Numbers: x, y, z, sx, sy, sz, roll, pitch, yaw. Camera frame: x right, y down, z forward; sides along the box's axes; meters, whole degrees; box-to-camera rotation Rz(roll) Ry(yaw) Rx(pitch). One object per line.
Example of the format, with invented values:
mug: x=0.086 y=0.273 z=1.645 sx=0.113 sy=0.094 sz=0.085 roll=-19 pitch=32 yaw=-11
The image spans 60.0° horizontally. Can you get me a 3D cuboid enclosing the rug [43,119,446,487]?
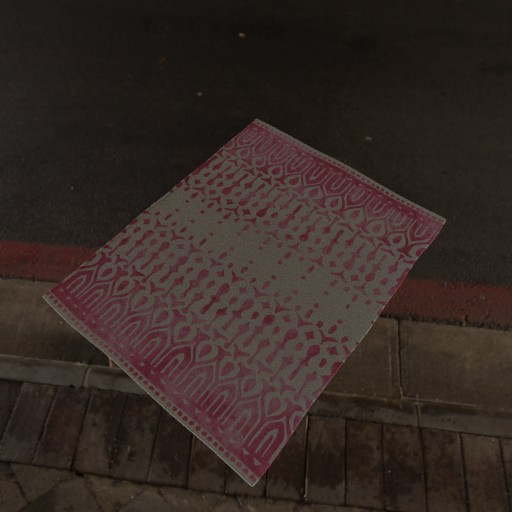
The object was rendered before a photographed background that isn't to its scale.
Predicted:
rug: x=0.000 y=0.000 z=4.181 sx=2.441 sy=0.016 sz=3.095 roll=34 pitch=63 yaw=20
